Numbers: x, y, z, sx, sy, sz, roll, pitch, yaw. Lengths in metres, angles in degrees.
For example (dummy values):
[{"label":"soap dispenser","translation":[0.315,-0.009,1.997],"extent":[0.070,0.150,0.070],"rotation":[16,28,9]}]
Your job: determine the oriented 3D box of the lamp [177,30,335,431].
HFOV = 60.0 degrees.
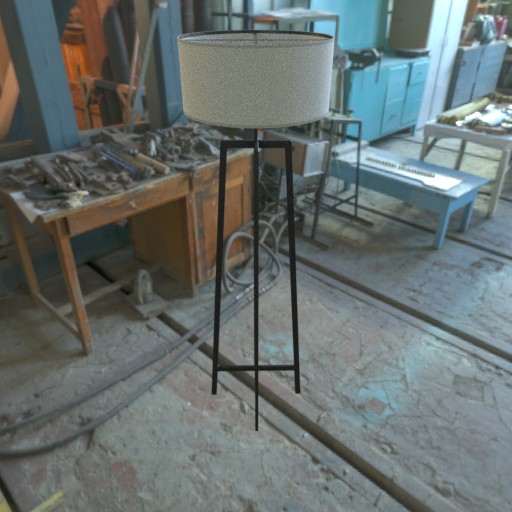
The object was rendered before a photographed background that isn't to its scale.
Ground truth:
[{"label":"lamp","translation":[0.000,0.000,1.694],"extent":[0.456,1.510,0.457],"rotation":[0,31,-1]}]
